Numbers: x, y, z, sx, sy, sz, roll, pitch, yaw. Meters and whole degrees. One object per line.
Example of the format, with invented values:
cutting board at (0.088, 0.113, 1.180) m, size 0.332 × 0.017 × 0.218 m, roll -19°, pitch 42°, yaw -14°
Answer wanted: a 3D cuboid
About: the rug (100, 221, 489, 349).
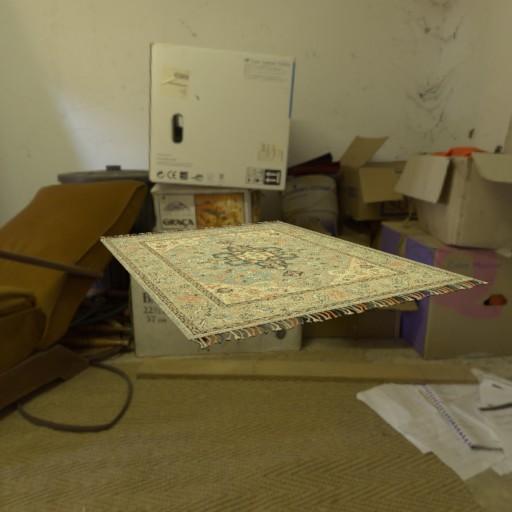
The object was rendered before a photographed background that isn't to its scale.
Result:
rug at (0.000, 0.000, 3.495) m, size 1.971 × 0.010 × 2.651 m, roll -7°, pitch 16°, yaw -27°
